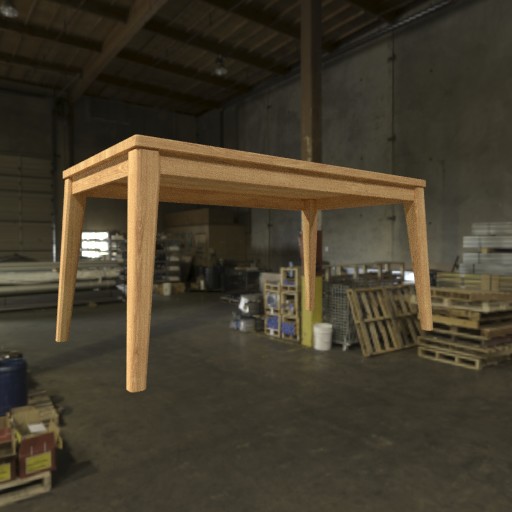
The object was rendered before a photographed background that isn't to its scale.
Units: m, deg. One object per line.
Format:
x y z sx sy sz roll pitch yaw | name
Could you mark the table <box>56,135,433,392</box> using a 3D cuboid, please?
0.000 0.000 2.125 1.600 0.760 0.900 -1 2 -37 | table
